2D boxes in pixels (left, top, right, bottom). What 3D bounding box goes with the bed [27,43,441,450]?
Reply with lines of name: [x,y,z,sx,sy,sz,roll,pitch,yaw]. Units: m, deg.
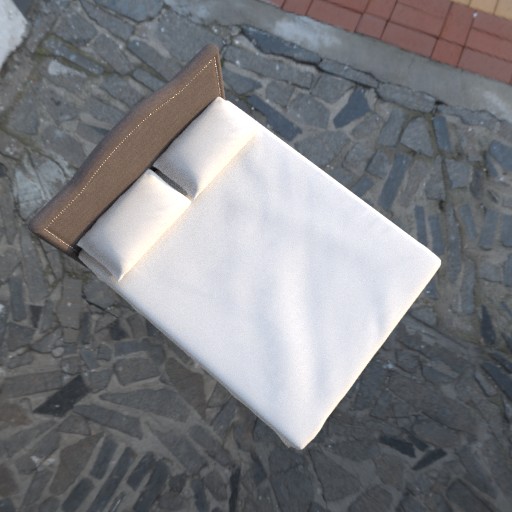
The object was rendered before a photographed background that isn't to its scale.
bed: [0.000,0.000,3.810,2.689,1.457,2.161,39,79,9]
